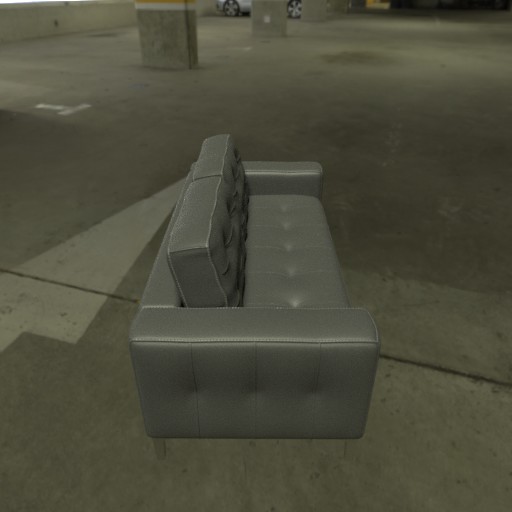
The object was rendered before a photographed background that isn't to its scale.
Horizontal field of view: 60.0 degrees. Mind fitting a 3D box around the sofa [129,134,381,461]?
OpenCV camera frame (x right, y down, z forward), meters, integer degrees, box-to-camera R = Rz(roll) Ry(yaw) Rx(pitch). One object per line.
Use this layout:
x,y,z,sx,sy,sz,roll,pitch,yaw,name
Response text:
0.000,0.000,2.219,0.833,0.892,1.726,0,31,0,sofa
